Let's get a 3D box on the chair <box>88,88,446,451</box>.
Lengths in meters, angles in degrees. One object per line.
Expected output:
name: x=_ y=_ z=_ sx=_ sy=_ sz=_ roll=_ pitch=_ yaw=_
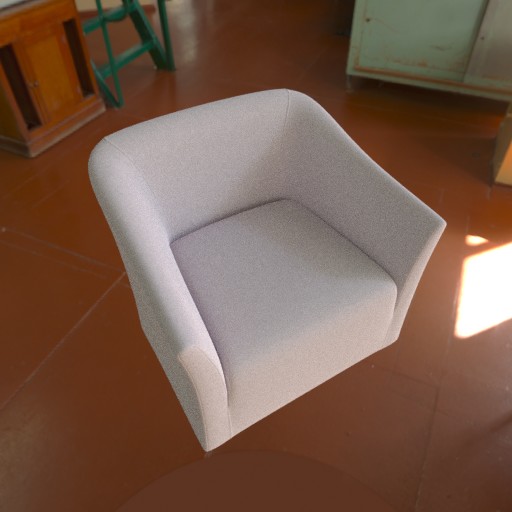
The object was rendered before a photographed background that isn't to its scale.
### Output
chair: x=0.000 y=0.000 z=1.388 sx=0.790 sy=0.720 sz=0.700 roll=-23 pitch=49 yaw=-22
